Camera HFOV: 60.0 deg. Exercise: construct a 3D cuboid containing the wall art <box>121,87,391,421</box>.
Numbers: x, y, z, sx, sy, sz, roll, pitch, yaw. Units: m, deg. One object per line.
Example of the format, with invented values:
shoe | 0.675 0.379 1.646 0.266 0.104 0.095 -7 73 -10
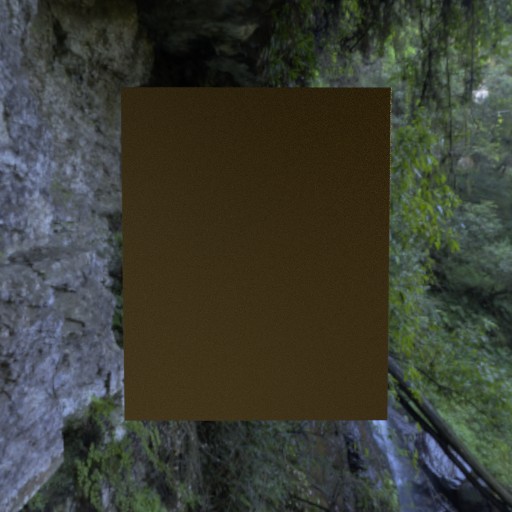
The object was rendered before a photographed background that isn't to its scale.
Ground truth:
wall art | 0.000 0.000 1.031 0.610 0.762 0.038 0 2 0
